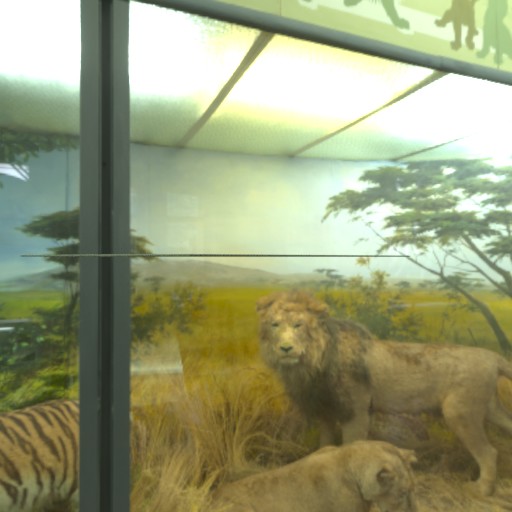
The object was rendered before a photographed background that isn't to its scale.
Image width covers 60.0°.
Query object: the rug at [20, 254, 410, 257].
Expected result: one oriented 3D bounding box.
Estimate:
[{"bbox_3d":[0.000,0.000,3.637,1.546,0.011,3.048,0,0,37],"label":"rug"}]
